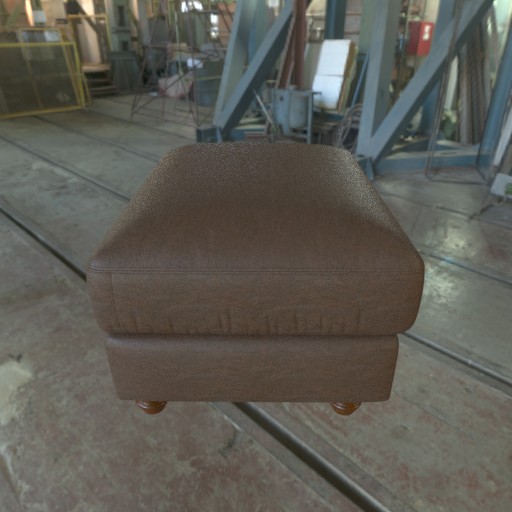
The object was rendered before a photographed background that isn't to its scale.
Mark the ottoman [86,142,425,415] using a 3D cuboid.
[{"bbox_3d":[0.000,0.000,1.183,0.635,0.508,0.787,0,28,0],"label":"ottoman"}]
